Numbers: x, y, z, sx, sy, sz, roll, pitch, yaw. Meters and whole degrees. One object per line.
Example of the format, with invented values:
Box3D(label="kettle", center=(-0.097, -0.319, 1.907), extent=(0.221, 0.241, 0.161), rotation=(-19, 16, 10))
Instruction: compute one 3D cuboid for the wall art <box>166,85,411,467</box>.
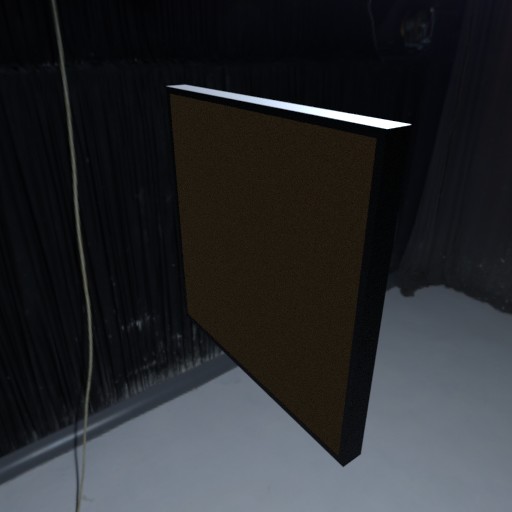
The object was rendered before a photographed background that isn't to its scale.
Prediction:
Box3D(label="wall art", center=(0.000, 0.000, 0.761), extent=(0.040, 0.509, 0.509), rotation=(-18, 32, -32))
